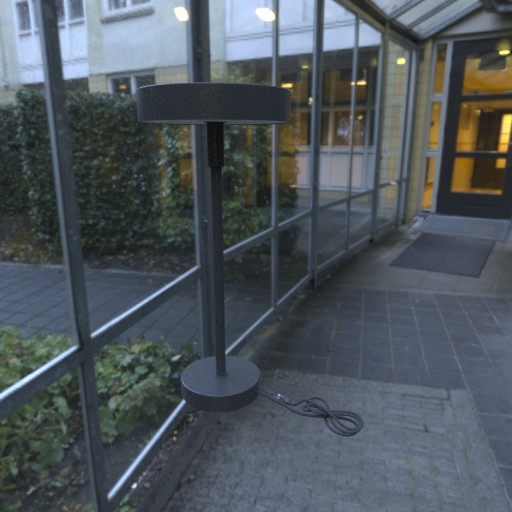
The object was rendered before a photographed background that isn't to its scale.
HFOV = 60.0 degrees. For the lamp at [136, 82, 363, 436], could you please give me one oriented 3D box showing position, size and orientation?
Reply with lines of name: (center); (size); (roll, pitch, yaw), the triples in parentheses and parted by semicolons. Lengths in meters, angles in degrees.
lamp: (0.000, 0.000, 0.694); (0.369, 0.508, 0.229); (8, 17, 27)
